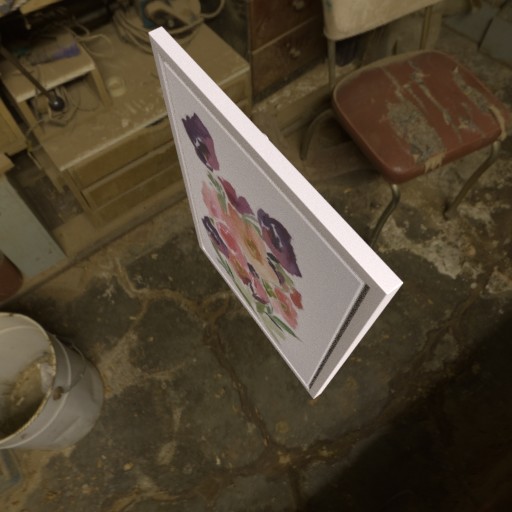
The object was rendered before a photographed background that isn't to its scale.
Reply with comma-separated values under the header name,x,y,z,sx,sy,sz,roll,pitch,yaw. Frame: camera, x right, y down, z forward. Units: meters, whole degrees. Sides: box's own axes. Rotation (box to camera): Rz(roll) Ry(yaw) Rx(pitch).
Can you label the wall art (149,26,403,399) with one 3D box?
name,x,y,z,sx,sy,sz,roll,pitch,yaw
wall art,0.000,0.000,1.359,0.042,1.056,0.805,-33,68,-15
